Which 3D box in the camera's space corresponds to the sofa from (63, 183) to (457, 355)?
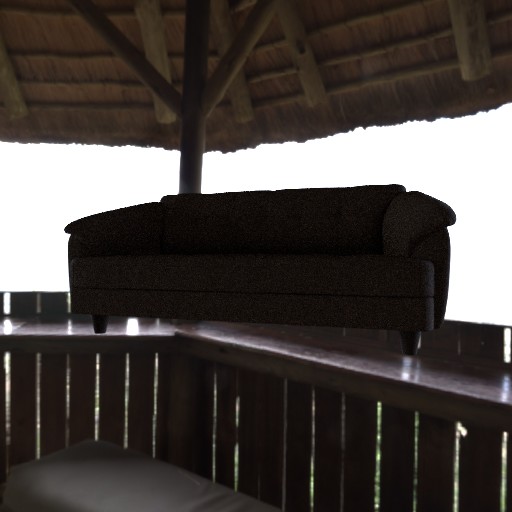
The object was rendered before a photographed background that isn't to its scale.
[{"bbox_3d":[0.000,0.000,2.299,1.849,0.790,0.887,0,0,18],"label":"sofa"}]
